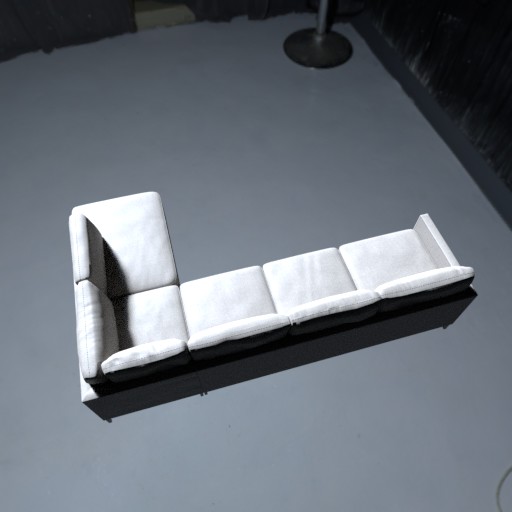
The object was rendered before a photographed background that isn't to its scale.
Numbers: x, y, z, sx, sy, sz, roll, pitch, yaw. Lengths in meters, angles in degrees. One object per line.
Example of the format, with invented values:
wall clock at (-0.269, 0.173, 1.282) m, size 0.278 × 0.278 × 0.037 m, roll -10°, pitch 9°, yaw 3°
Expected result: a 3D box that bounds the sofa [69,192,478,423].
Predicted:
sofa at (0.000, 0.000, 4.245) m, size 3.331 × 0.964 × 2.077 m, roll -13°, pitch 58°, yaw -8°
